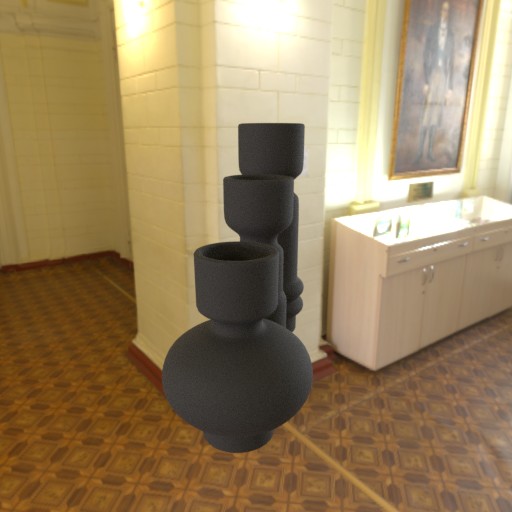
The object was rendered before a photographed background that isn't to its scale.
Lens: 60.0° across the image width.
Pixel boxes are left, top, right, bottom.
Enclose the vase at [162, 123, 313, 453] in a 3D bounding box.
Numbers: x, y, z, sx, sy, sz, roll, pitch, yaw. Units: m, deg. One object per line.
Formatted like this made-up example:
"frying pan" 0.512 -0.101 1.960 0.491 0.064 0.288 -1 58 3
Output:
"vase" 0.000 0.000 0.427 0.120 0.249 0.307 2 16 9
